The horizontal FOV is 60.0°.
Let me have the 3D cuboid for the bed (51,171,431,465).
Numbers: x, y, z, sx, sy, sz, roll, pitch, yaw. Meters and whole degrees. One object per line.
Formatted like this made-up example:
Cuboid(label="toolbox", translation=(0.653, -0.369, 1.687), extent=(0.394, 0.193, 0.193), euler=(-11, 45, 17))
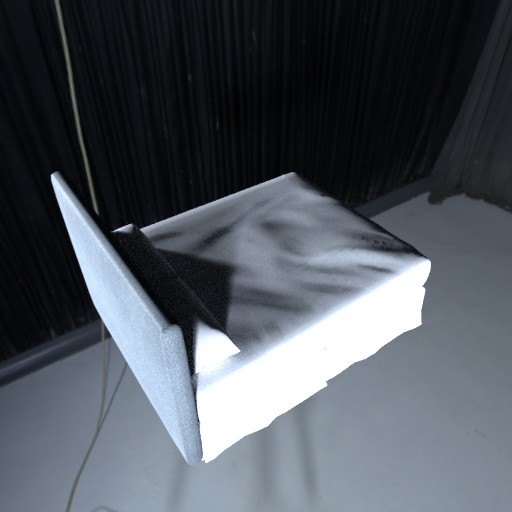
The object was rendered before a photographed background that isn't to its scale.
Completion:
Cuboid(label="bed", translation=(0.000, 0.000, 3.238), extent=(2.142, 1.330, 1.713), euler=(-25, 46, -26))
